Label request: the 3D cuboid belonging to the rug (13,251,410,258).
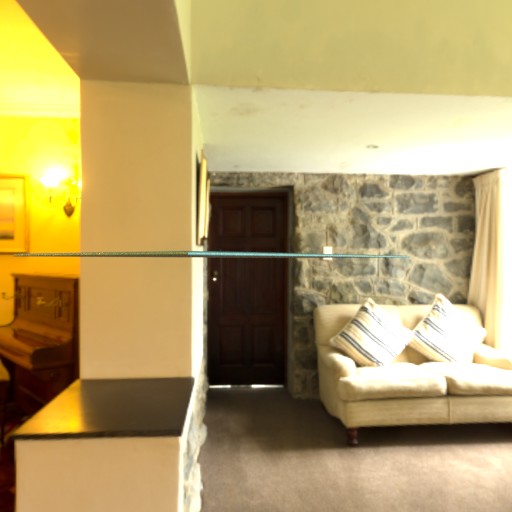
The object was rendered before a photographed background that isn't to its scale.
[{"bbox_3d":[0.000,0.000,1.413,0.604,0.007,1.219,0,-1,36],"label":"rug"}]
